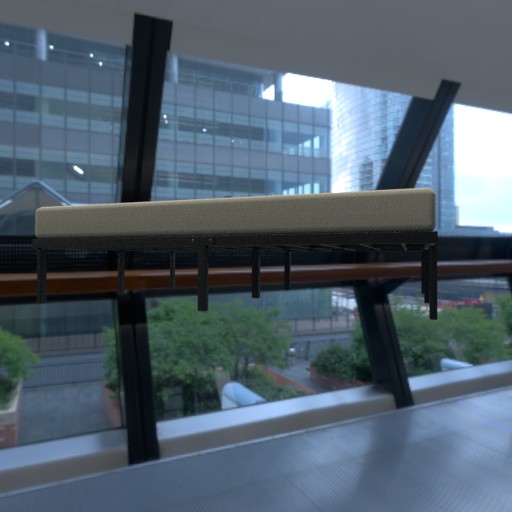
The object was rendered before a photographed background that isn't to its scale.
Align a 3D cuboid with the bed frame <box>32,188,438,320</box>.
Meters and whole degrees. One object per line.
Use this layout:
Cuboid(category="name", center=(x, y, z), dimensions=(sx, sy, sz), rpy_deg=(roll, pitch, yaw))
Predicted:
Cuboid(category="bed frame", center=(0.000, 0.000, 3.594), dimensions=(2.635, 0.680, 1.990), rpy_deg=(0, -1, 19))
